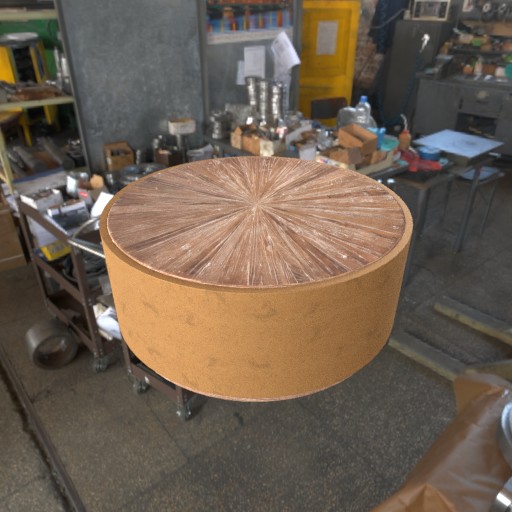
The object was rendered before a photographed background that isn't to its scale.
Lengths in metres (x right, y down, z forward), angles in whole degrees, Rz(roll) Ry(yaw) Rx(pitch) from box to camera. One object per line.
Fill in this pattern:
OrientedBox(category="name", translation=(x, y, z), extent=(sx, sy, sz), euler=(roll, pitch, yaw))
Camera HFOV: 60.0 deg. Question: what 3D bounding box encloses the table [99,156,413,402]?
OrientedBox(category="table", translation=(0.000, 0.000, 1.579), extent=(1.001, 0.409, 1.001), euler=(0, 31, 0))
